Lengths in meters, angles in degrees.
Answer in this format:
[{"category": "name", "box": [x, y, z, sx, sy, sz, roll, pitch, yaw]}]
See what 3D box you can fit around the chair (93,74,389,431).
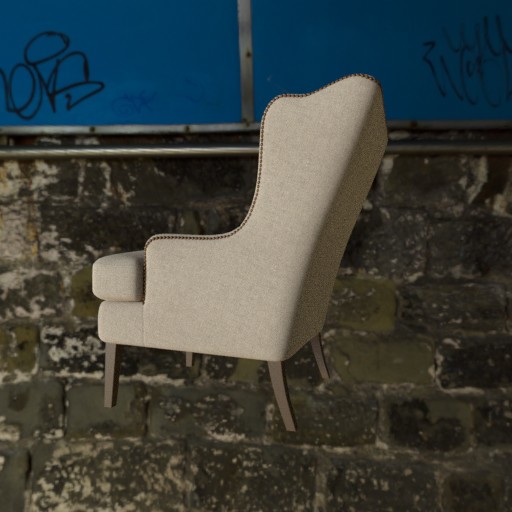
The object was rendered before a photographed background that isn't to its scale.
[{"category": "chair", "box": [0.000, 0.000, 1.664, 0.940, 1.029, 0.737, 0, 0, 19]}]
